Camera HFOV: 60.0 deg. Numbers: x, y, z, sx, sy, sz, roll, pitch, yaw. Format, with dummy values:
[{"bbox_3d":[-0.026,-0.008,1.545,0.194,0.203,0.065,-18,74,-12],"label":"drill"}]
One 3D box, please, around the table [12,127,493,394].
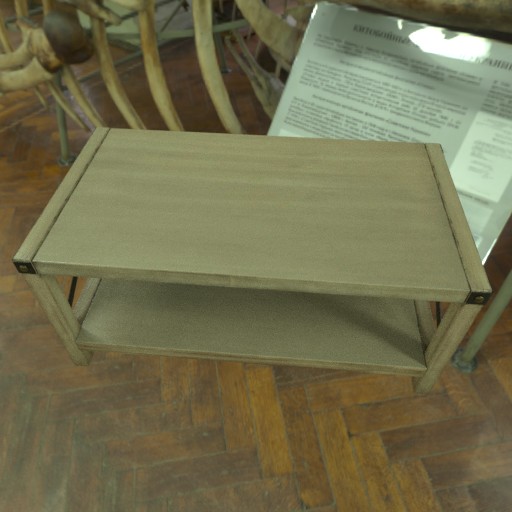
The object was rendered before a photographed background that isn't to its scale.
[{"bbox_3d":[0.000,0.000,1.265,1.016,0.456,0.559,4,47,3],"label":"table"}]
